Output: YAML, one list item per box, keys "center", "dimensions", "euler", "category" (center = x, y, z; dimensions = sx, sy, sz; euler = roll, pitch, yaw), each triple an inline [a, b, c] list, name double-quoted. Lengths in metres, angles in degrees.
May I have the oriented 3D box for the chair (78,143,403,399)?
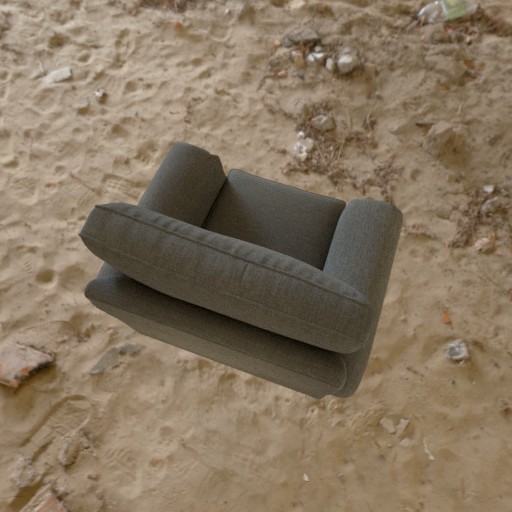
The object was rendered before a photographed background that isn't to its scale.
- center: [0.000, 0.000, 1.901]
  dimensions: [1.092, 0.961, 0.965]
  euler: [18, 64, 9]
  category: "chair"
